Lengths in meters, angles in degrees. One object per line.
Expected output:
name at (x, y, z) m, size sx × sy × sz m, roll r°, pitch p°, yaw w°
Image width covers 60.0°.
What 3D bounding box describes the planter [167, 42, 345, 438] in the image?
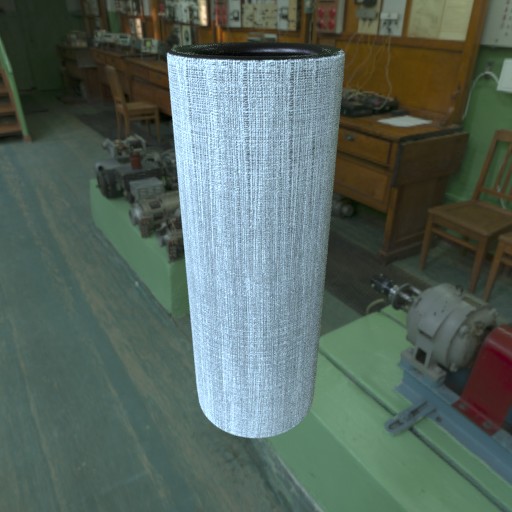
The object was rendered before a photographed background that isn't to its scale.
planter at (0.000, 0.000, 0.317) m, size 0.100 × 0.270 × 0.100 m, roll -19°, pitch 35°, yaw -30°
